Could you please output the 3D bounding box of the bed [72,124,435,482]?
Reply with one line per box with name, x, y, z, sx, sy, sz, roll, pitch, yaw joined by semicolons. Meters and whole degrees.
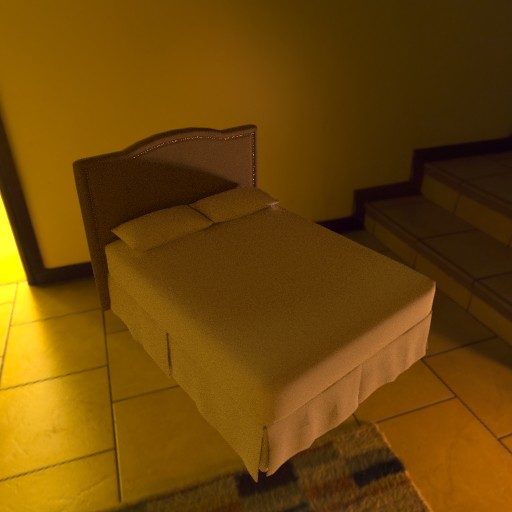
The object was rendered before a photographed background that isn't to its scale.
bed;0.000;0.000;3.262;1.744;1.441;2.128;-23;38;-33
